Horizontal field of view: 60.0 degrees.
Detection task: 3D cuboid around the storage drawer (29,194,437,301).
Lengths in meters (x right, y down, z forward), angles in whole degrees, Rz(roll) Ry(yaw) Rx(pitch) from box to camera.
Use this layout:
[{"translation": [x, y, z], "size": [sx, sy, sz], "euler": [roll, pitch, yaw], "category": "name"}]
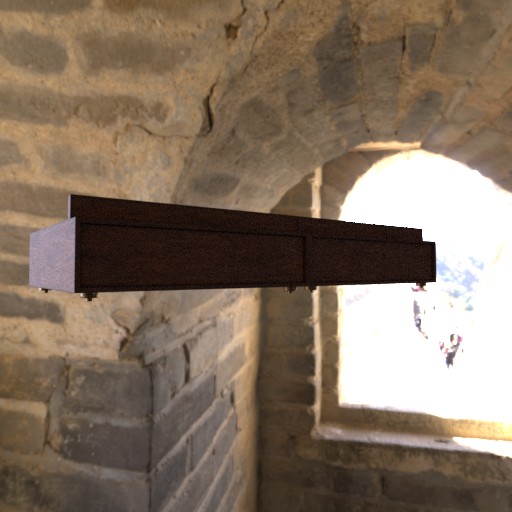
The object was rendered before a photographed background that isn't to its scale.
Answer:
[{"translation": [0.000, 0.000, 2.206], "size": [1.914, 0.339, 0.774], "euler": [1, -2, -36], "category": "storage drawer"}]
